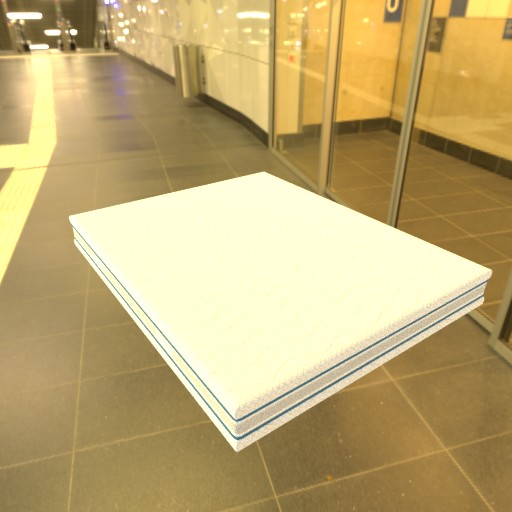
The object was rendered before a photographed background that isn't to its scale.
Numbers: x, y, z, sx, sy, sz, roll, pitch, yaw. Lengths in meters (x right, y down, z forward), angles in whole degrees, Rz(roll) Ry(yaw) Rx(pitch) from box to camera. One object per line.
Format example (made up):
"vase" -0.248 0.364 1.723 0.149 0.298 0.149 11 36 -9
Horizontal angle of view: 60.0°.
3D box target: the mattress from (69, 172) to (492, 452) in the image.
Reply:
"mattress" 0.000 0.000 2.655 1.600 0.230 2.000 -19 34 -31
